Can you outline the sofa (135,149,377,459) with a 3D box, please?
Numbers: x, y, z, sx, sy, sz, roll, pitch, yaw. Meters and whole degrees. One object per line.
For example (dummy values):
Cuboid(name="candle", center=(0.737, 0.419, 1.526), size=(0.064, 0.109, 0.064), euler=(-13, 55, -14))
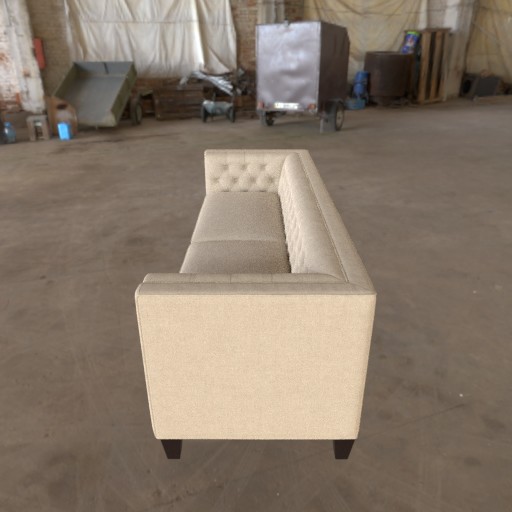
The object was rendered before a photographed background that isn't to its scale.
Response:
Cuboid(name="sofa", center=(0.000, 0.000, 2.523), size=(0.775, 0.762, 2.159), euler=(0, 25, 0))
